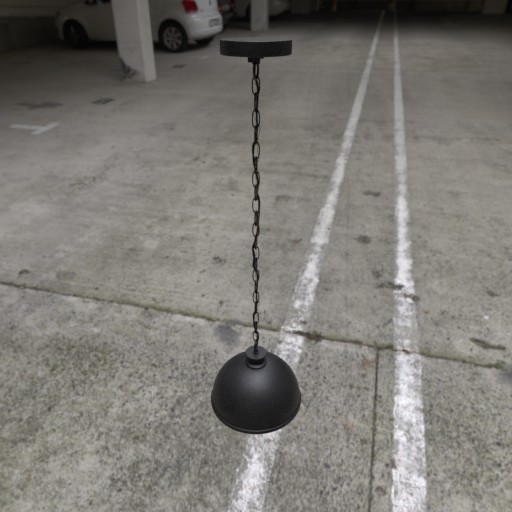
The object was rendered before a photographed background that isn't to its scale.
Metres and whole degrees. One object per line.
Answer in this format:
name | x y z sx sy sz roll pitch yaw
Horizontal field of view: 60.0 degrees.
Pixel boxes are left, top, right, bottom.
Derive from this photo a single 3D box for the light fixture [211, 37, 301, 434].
light fixture | 0.000 0.000 1.239 0.304 1.090 0.304 7 29 13
